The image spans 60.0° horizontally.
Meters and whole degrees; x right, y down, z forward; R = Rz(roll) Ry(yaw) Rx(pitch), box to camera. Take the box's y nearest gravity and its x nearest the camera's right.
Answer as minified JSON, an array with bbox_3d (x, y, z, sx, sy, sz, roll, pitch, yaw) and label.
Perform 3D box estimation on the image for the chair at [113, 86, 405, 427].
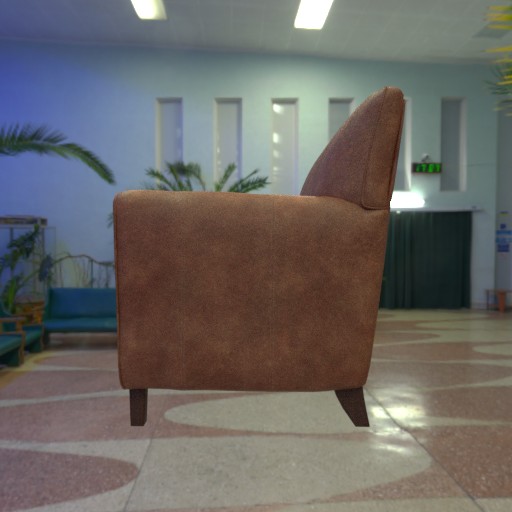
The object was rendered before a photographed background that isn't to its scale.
[{"bbox_3d":[0.000,0.000,1.597,0.823,0.943,0.870,0,2,0],"label":"chair"}]
